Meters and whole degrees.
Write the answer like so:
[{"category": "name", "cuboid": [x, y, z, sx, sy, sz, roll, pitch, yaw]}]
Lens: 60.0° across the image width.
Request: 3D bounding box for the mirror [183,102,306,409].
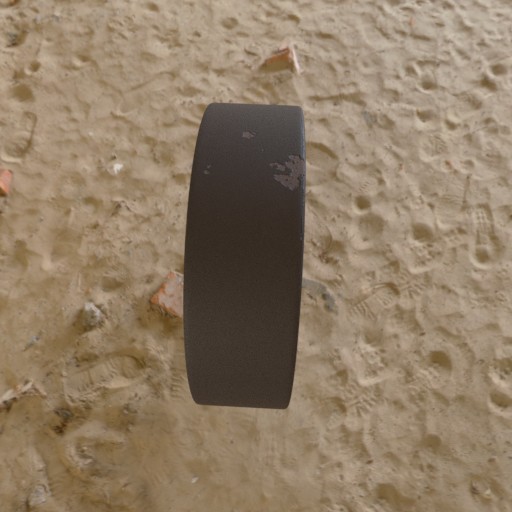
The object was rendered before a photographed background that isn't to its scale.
[{"category": "mirror", "cuboid": [0.000, 0.000, 0.596, 0.126, 0.386, 0.386, 3, 65, 1]}]
